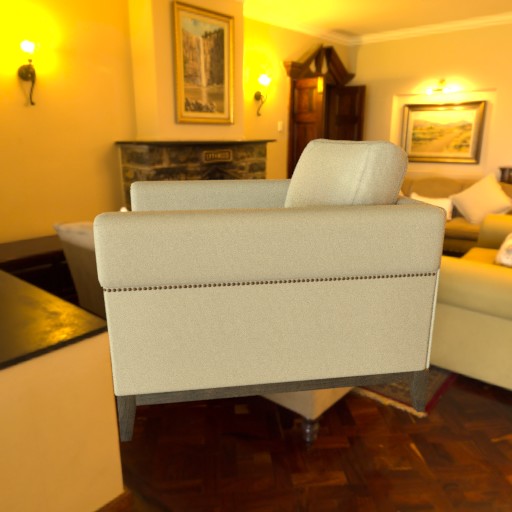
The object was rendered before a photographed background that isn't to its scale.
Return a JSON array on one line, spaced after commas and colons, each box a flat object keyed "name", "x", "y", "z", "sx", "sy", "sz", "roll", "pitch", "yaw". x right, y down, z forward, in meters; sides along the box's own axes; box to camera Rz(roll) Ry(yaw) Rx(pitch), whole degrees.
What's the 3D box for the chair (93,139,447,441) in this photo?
[{"name": "chair", "x": 0.000, "y": 0.000, "z": 1.649, "sx": 0.959, "sy": 0.838, "sz": 0.914, "roll": -2, "pitch": 15, "yaw": -9}]
